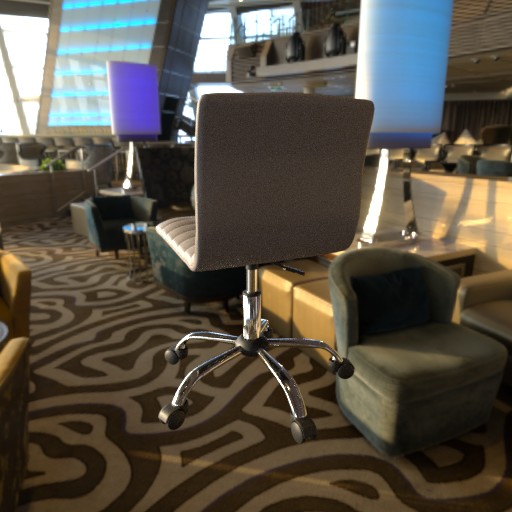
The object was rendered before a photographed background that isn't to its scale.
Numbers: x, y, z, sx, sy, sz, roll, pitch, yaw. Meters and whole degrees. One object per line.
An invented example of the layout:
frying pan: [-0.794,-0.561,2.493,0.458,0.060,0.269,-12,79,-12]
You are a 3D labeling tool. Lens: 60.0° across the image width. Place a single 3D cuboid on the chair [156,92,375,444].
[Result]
chair: [0.000,0.000,1.124,0.569,0.750,0.542,-7,17,-26]
